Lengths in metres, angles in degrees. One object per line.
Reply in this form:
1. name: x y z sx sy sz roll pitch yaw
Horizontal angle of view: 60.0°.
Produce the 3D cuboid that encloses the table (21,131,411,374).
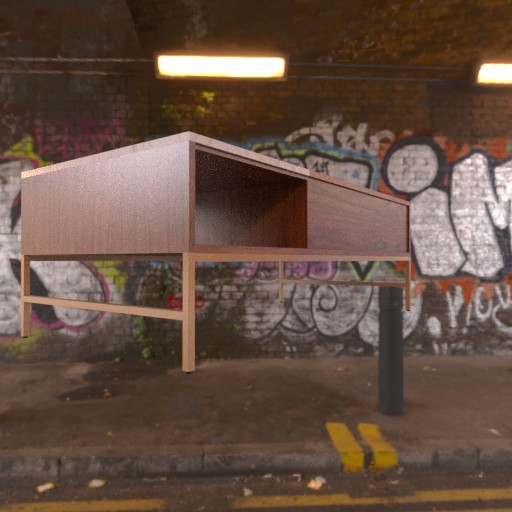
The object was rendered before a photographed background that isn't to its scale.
1. table: 0.000 0.000 1.859 0.789 0.551 1.553 0 -1 37
